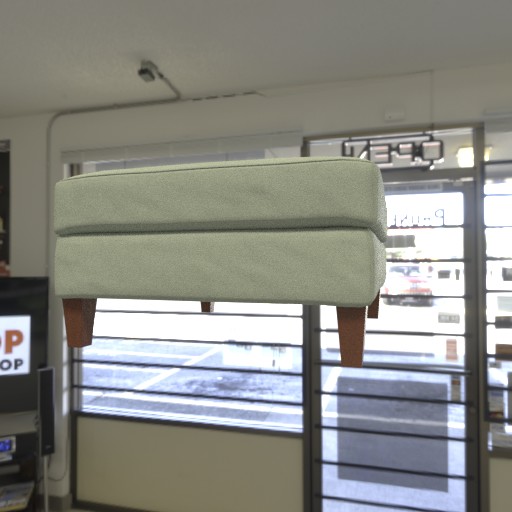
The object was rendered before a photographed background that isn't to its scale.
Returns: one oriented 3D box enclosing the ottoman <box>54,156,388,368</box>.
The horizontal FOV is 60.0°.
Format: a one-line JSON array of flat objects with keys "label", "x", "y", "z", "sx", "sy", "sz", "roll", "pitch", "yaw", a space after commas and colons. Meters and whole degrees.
[{"label": "ottoman", "x": 0.000, "y": 0.000, "z": 1.494, "sx": 0.842, "sy": 0.494, "sz": 0.991, "roll": 0, "pitch": -1, "yaw": 18}]
